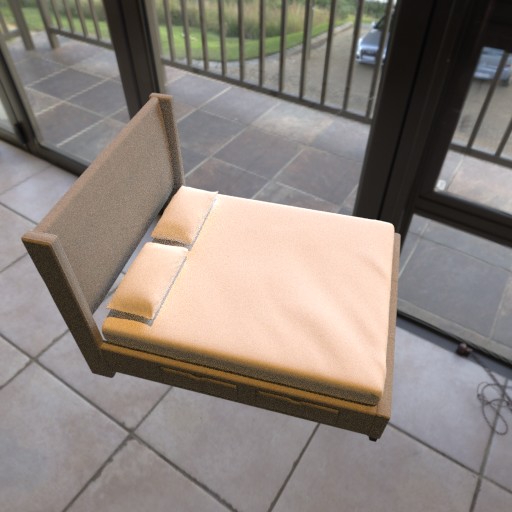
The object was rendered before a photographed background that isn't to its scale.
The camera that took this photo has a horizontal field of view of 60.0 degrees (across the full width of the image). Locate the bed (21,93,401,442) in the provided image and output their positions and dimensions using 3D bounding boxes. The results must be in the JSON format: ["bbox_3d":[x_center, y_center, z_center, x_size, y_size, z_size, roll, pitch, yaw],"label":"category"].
[{"bbox_3d":[0.000,0.000,3.357,2.222,1.491,1.774,11,47,10],"label":"bed"}]
